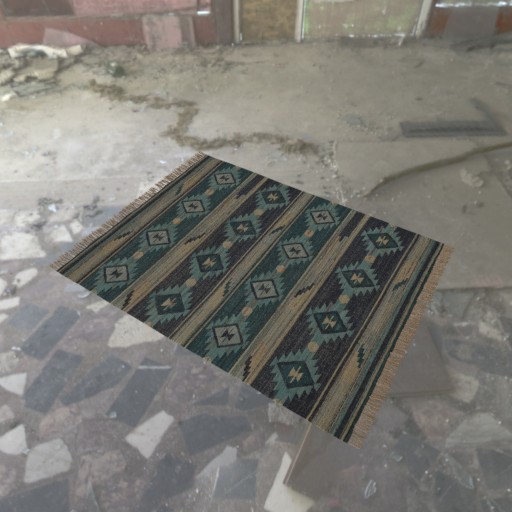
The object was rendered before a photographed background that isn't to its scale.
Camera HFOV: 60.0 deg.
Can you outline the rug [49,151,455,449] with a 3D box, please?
[{"bbox_3d":[0.000,0.000,4.423,3.307,0.047,2.418,25,51,22],"label":"rug"}]
